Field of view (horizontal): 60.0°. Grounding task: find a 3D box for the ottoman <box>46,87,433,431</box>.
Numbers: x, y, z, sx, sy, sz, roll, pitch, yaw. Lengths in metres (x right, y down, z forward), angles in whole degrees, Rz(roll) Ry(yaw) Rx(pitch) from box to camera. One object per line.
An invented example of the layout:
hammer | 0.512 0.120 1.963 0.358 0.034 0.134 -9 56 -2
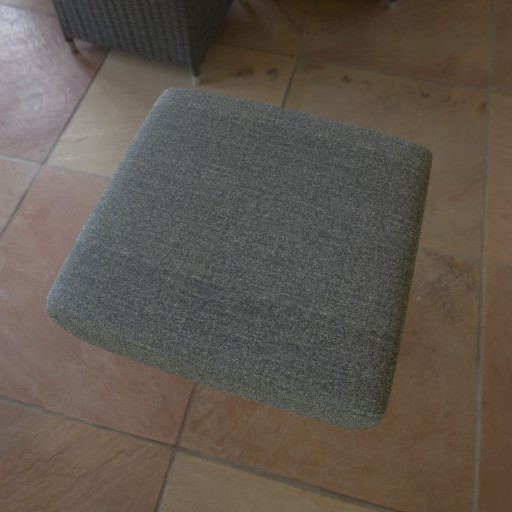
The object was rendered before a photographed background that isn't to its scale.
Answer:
ottoman | 0.000 0.000 1.056 0.655 0.399 0.648 16 64 8
